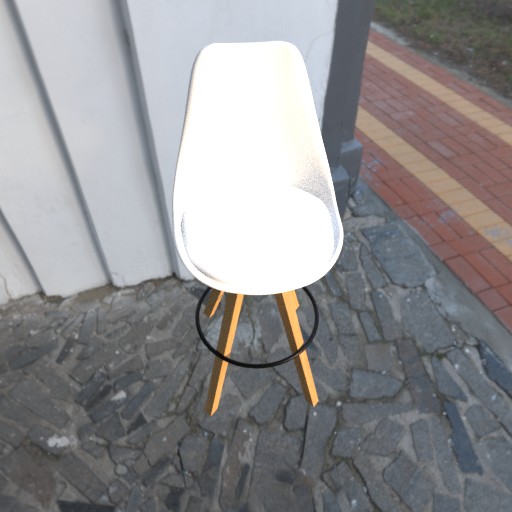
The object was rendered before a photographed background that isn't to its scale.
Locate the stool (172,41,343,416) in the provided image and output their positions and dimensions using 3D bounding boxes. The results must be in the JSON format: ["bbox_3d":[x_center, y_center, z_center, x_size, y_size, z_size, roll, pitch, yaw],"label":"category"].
[{"bbox_3d":[0.000,0.000,1.404,0.482,1.115,0.549,-4,46,-4],"label":"stool"}]
